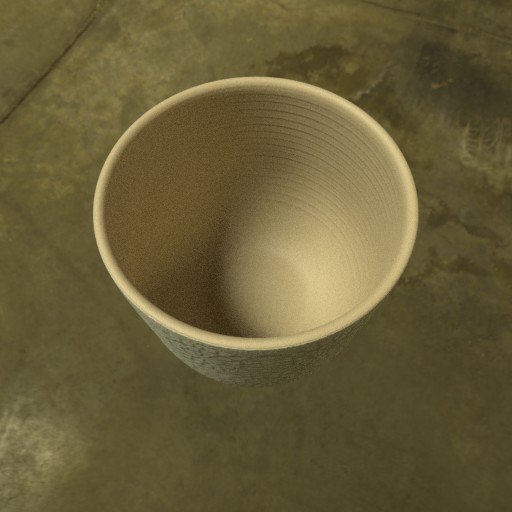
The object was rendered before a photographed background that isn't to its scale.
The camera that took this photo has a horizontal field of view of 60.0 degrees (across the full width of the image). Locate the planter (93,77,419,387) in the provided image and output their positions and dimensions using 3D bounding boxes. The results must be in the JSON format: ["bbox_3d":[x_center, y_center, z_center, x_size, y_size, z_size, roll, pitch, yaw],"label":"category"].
[{"bbox_3d":[0.000,0.000,0.300,0.169,0.153,0.169,0,63,0],"label":"planter"}]
